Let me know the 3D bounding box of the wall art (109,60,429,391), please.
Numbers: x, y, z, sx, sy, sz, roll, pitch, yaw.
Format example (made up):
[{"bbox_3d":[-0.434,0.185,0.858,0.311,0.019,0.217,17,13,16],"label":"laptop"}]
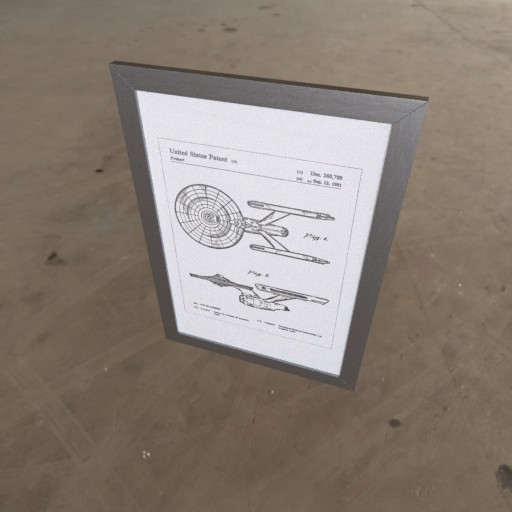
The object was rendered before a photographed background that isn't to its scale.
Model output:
[{"bbox_3d":[0.000,0.000,0.674,0.376,0.529,0.013,12,42,14],"label":"wall art"}]
